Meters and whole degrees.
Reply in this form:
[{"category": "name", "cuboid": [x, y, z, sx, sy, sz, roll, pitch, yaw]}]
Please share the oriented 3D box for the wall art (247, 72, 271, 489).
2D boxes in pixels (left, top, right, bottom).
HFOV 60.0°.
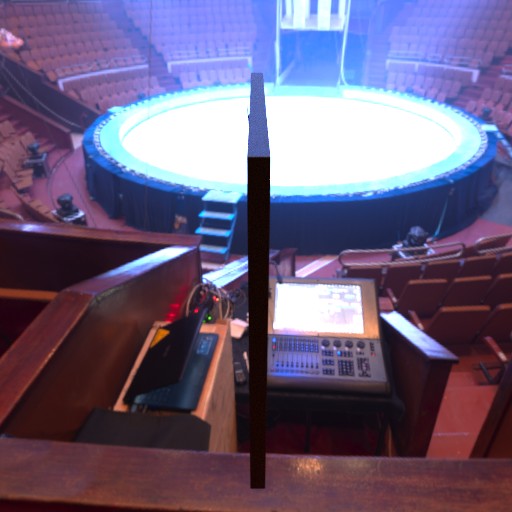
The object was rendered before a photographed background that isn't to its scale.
[{"category": "wall art", "cuboid": [0.000, 0.000, 1.191, 0.043, 0.807, 0.805, 0, 30, 0]}]
